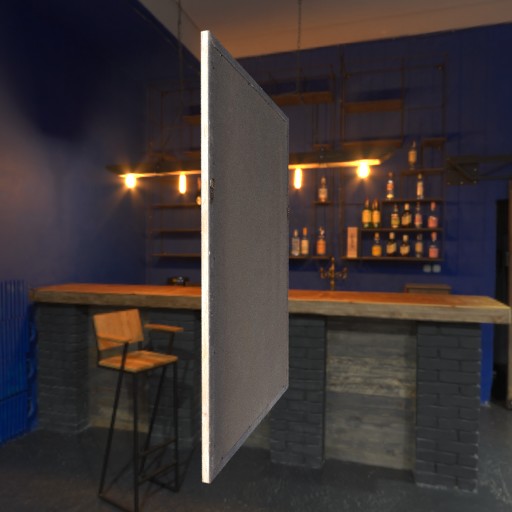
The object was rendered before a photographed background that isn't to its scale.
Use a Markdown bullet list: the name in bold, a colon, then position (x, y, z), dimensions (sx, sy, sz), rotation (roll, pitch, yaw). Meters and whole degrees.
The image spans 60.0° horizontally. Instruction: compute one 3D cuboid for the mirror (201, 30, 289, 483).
- **mirror**: position (0.000, 0.000, 1.310), dimensions (0.025, 0.996, 0.705), rotation (0, 1, 18)
